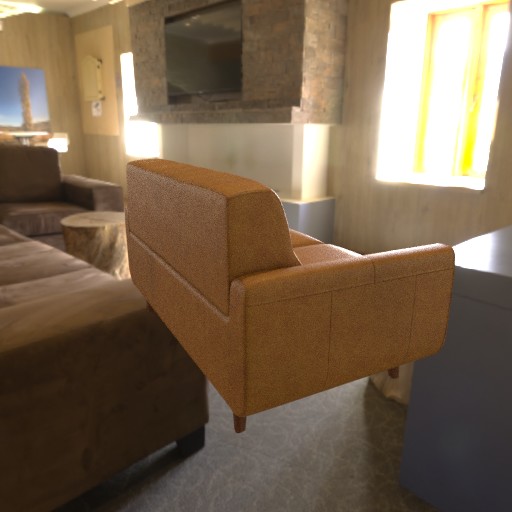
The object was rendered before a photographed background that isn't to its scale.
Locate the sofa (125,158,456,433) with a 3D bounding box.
[{"bbox_3d":[0.000,0.000,2.252,0.952,0.925,1.651,-9,19,-27],"label":"sofa"}]
